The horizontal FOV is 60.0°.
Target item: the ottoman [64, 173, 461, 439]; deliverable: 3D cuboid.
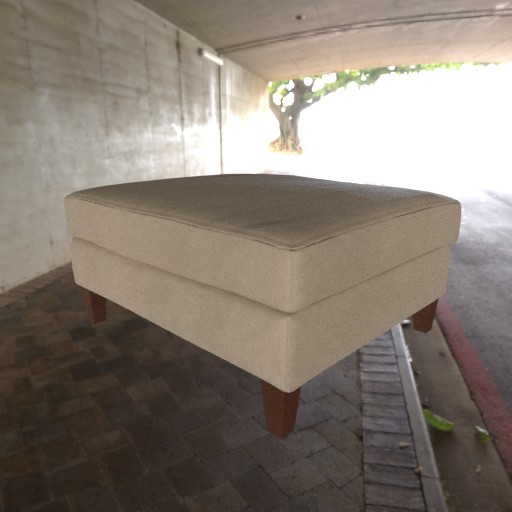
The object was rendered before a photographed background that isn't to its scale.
[{"bbox_3d":[0.000,0.000,1.454,1.002,0.492,0.836,15,21,42],"label":"ottoman"}]
